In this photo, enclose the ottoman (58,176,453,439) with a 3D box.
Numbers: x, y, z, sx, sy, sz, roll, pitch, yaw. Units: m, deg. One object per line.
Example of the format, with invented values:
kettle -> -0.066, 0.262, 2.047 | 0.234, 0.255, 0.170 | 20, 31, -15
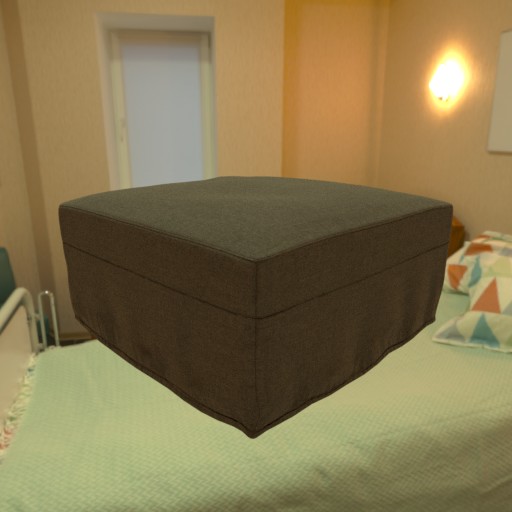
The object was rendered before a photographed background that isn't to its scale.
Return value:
ottoman -> 0.000, 0.000, 1.326 | 0.840, 0.436, 0.843 | 15, 22, 43
